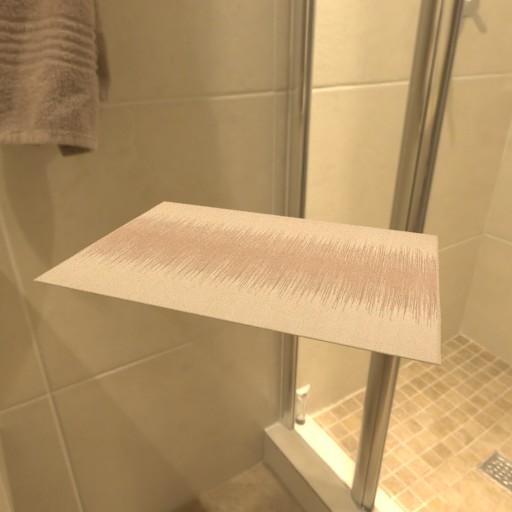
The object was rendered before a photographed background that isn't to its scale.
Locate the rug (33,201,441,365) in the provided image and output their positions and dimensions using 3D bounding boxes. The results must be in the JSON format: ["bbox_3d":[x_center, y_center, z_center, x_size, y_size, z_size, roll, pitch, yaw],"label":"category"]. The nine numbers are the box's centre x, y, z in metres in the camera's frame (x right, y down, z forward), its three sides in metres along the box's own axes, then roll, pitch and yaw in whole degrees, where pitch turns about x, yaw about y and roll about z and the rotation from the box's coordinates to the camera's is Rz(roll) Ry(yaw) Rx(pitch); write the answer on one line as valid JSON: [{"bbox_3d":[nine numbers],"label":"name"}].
[{"bbox_3d":[0.000,0.000,2.380,1.850,0.006,1.234,9,27,18],"label":"rug"}]
